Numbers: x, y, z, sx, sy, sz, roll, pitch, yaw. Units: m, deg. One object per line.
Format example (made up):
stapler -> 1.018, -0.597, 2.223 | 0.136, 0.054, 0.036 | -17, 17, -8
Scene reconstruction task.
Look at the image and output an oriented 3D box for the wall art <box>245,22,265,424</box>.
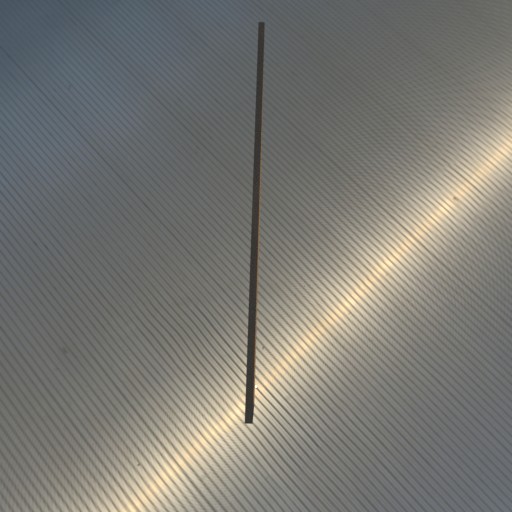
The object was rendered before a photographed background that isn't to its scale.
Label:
wall art -> 0.000, 0.000, 1.248 | 0.013, 0.823, 0.823 | 2, 74, 0
